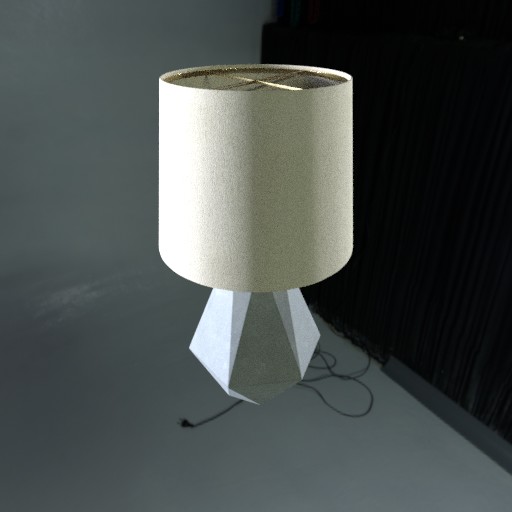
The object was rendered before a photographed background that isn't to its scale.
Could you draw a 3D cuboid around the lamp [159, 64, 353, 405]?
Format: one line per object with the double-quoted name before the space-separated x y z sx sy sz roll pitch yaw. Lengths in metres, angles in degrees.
"lamp" 0.000 0.000 0.658 0.276 0.501 0.276 0 30 0
